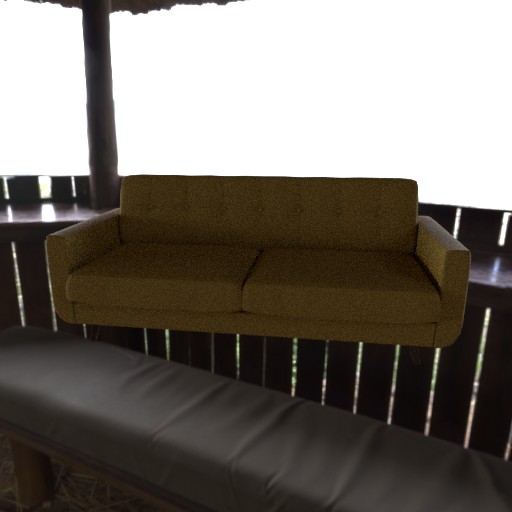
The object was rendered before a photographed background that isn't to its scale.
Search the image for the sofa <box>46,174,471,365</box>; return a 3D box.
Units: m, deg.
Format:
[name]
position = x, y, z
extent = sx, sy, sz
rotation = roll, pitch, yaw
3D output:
[sofa]
position = 0.000, 0.000, 2.491
extent = 2.029, 0.841, 0.909
rotation = 2, 16, 8
